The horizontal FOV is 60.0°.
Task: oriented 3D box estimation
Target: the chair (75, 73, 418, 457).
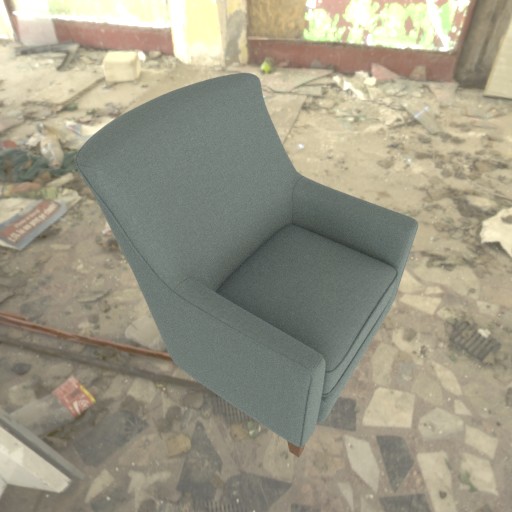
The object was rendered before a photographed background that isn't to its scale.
[{"bbox_3d":[0.000,0.000,1.536,0.879,0.916,0.756,26,49,25],"label":"chair"}]
